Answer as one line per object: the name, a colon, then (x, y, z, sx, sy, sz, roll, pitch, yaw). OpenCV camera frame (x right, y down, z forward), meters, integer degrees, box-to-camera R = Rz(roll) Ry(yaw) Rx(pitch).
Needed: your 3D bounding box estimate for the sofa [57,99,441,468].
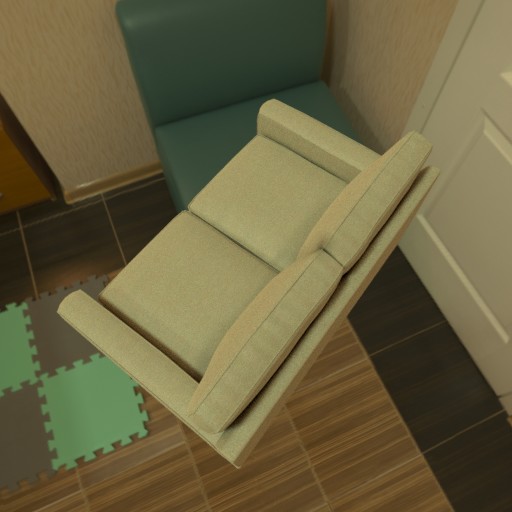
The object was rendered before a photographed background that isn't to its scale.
sofa: (0.000, 0.000, 2.030, 0.942, 0.853, 1.484, 34, 68, 16)
